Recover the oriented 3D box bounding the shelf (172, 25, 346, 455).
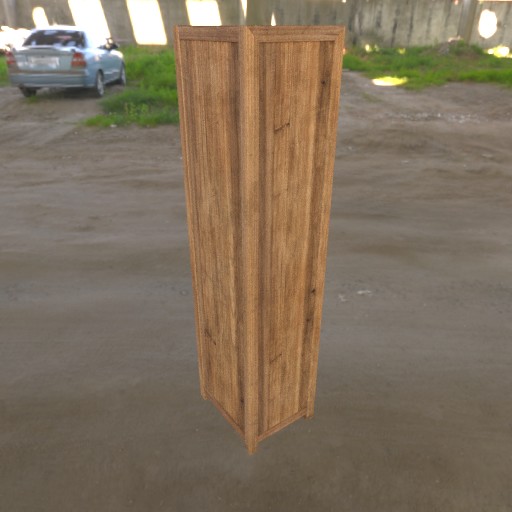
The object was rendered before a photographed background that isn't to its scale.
[{"bbox_3d":[0.000,0.000,2.057,0.428,1.900,0.500,-18,33,-31],"label":"shelf"}]
